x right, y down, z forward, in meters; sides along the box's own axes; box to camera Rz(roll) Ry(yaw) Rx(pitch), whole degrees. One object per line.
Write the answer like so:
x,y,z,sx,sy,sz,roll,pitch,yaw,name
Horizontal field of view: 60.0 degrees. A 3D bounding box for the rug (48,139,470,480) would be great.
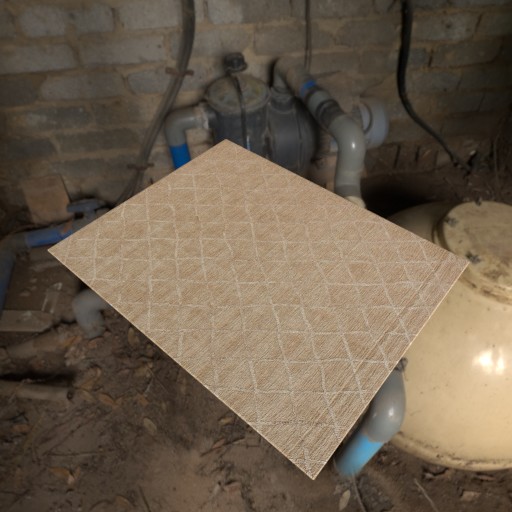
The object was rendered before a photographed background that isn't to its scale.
0.000,0.000,4.075,3.039,0.019,2.420,32,55,26,rug
